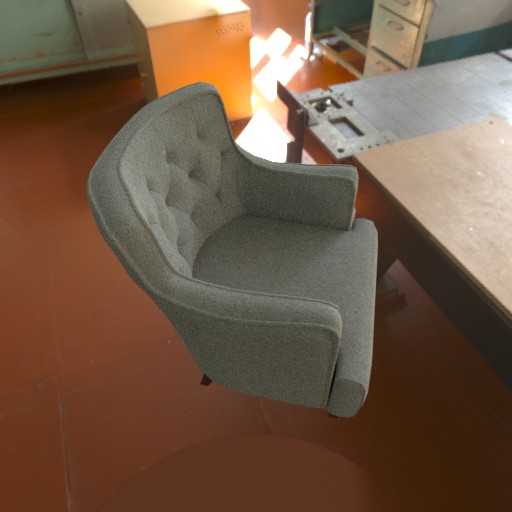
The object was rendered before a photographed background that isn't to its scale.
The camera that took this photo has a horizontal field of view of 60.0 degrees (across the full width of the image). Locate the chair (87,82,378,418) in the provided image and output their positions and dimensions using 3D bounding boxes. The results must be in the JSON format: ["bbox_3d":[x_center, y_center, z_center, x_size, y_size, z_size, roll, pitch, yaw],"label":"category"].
[{"bbox_3d":[0.000,0.000,1.594,0.910,0.920,0.820,9,47,9],"label":"chair"}]
